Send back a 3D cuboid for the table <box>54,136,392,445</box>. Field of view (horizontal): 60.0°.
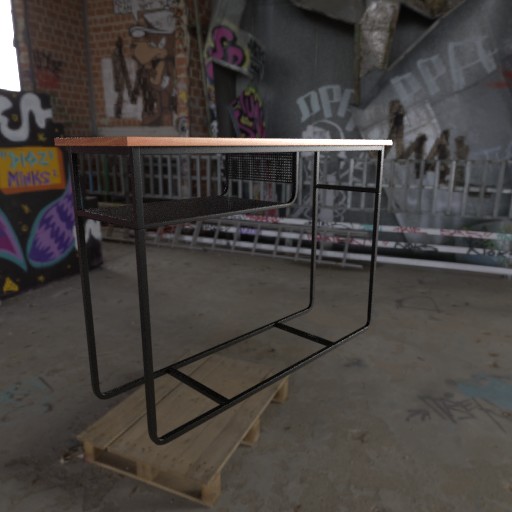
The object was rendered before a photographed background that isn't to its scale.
[{"bbox_3d":[0.000,0.000,1.473,0.350,0.750,1.100,13,19,42],"label":"table"}]
